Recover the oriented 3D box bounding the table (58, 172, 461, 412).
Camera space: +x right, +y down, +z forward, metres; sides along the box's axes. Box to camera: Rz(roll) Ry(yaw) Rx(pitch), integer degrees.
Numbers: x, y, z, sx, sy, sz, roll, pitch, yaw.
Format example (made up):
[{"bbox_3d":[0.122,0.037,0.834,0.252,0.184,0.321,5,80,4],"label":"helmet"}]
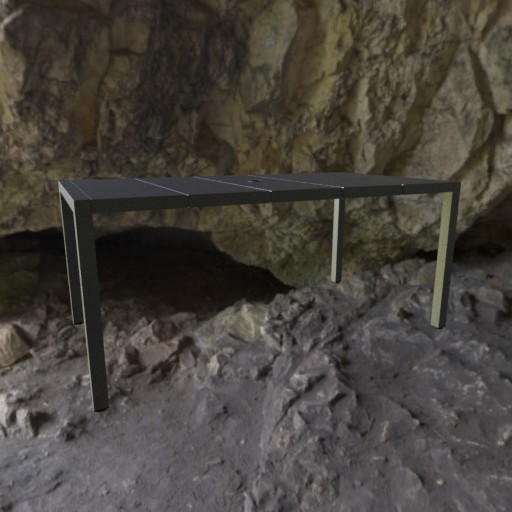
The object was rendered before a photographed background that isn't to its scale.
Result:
[{"bbox_3d":[0.000,0.000,2.186,1.680,0.735,0.914,-7,15,-25],"label":"table"}]
